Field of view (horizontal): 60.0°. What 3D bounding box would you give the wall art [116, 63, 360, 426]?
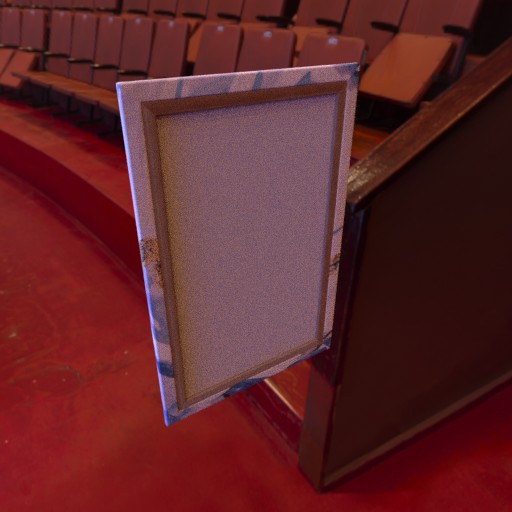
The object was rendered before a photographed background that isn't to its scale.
[{"bbox_3d":[0.000,0.000,1.180,0.610,0.914,0.016,-18,34,-29],"label":"wall art"}]
